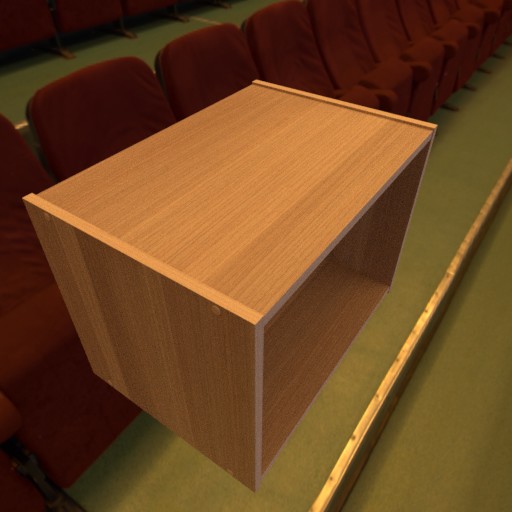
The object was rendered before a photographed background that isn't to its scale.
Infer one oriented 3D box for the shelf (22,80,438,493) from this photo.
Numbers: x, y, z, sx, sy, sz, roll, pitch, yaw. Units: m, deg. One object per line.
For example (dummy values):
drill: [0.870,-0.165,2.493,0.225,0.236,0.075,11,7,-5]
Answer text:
shelf: [0.000,0.000,0.615,0.290,0.305,0.415,25,47,26]
